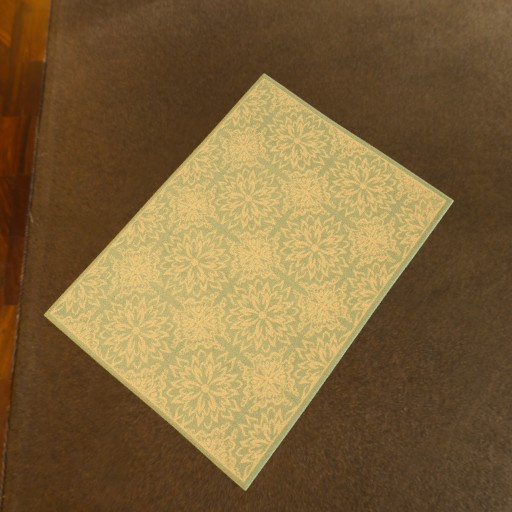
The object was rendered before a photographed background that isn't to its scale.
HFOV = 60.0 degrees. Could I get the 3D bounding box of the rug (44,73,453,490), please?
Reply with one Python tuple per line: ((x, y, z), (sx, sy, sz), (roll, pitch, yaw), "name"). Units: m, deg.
((0.000, 0.000, 2.823), (1.589, 0.014, 2.205), (37, 78, 9), "rug")
